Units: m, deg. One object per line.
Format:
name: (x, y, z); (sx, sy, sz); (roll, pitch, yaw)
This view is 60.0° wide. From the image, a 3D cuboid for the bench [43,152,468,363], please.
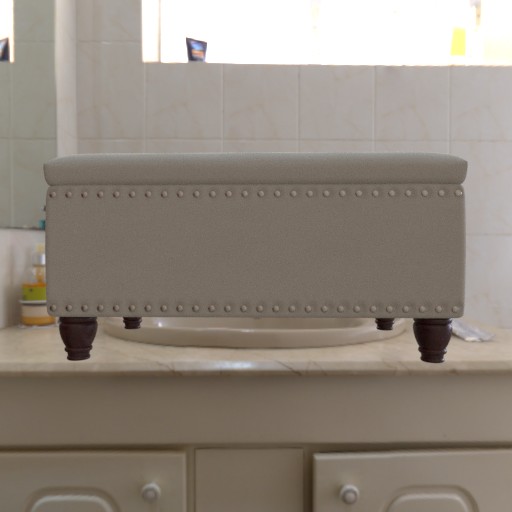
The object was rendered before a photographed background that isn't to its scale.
bench: (0.000, 0.000, 1.163); (0.887, 0.449, 0.500); (0, 1, 2)
